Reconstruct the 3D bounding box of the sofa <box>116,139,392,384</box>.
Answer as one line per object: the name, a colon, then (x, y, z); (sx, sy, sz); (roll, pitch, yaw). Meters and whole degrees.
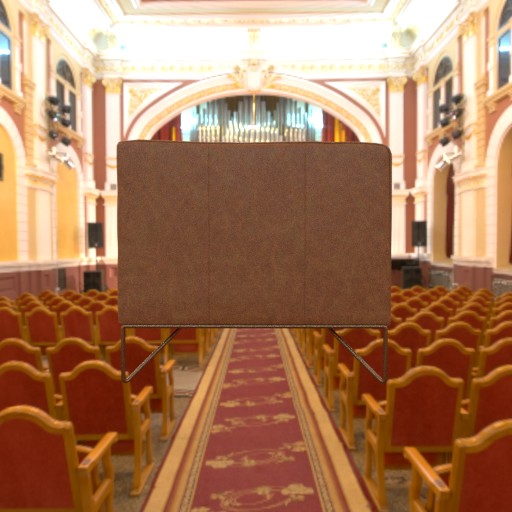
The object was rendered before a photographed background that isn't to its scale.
sofa: (0.000, 0.000, 2.461); (0.912, 0.798, 2.079); (0, 1, 0)
